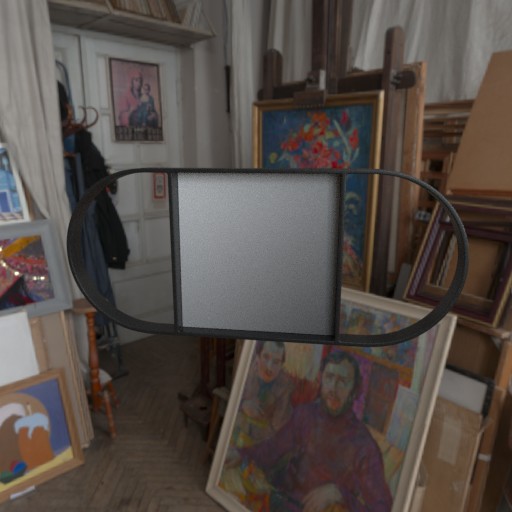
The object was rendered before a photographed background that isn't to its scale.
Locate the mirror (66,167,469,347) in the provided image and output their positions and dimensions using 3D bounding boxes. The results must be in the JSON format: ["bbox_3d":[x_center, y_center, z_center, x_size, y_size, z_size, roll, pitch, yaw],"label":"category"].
[{"bbox_3d":[0.000,0.000,0.654,0.584,0.254,0.032,2,13,8],"label":"mirror"}]
